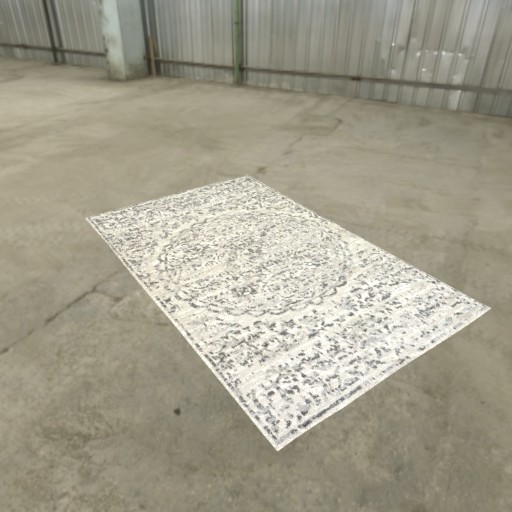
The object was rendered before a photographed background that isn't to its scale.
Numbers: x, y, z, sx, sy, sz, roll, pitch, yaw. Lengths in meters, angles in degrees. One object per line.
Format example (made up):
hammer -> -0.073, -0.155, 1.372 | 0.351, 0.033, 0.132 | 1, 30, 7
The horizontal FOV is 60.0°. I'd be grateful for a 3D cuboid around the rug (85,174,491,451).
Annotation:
rug -> 0.000, 0.000, 2.979 | 1.527, 0.021, 2.447 | -21, 38, -29
